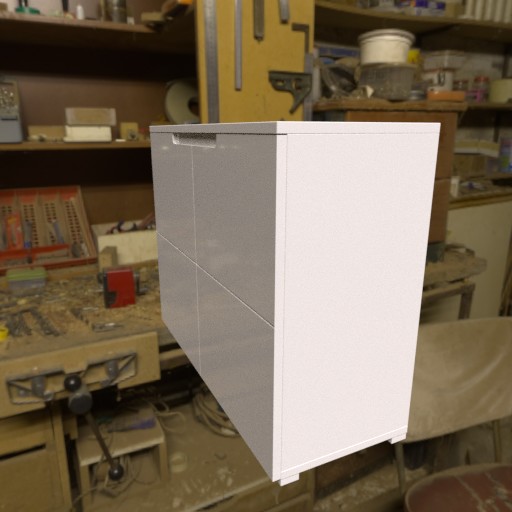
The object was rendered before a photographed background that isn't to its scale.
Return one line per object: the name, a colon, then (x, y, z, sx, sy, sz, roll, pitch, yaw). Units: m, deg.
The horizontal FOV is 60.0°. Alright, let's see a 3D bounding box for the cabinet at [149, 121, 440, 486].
cabinet: (0.000, 0.000, 1.412, 0.400, 0.800, 1.000, -7, 17, -25)
